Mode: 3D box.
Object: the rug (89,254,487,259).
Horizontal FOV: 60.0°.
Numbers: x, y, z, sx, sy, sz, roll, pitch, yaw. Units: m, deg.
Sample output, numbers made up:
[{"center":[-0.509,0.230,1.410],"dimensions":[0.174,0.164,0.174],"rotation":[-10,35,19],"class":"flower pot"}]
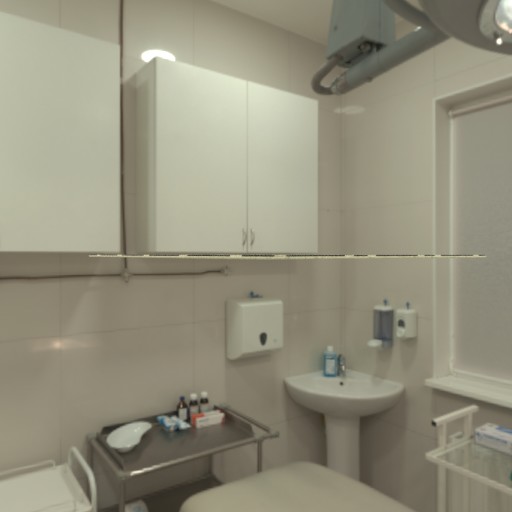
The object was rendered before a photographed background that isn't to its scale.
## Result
[{"center":[0.000,0.000,2.967],"dimensions":[1.555,0.016,2.286],"rotation":[0,0,-36],"class":"rug"}]
